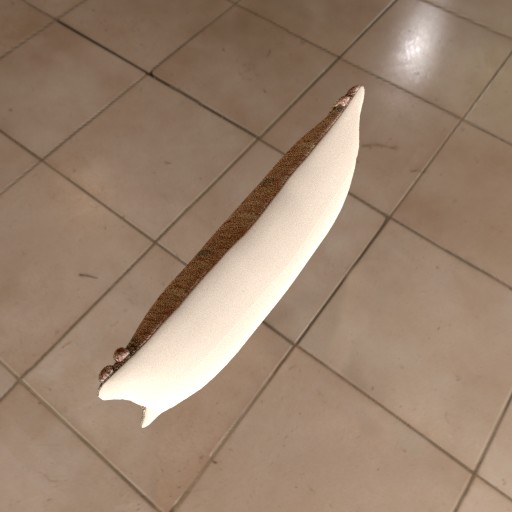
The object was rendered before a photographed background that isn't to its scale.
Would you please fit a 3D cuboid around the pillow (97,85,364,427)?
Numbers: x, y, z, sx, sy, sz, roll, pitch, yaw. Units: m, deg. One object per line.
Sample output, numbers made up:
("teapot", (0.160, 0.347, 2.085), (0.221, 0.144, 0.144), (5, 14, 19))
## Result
("pillow", (0.000, 0.000, 0.737), (0.139, 0.282, 0.635), (33, 68, 15))
